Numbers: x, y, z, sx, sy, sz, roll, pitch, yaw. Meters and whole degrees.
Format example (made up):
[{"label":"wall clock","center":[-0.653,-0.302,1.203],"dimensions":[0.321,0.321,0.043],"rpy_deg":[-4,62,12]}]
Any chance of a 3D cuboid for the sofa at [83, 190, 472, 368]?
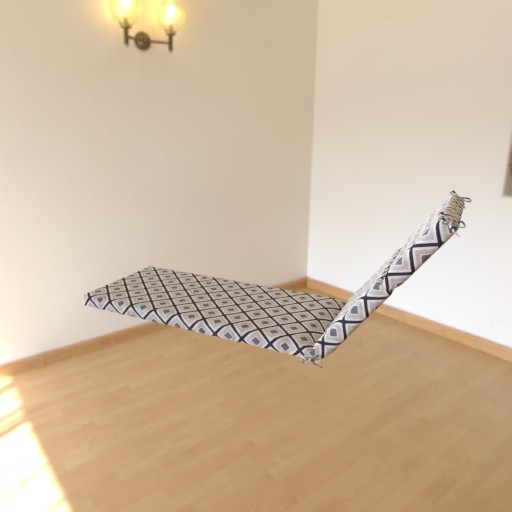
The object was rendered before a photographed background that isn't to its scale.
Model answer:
[{"label":"sofa","center":[0.000,0.000,1.978],"dimensions":[1.663,0.622,0.582],"rpy_deg":[8,19,25]}]
